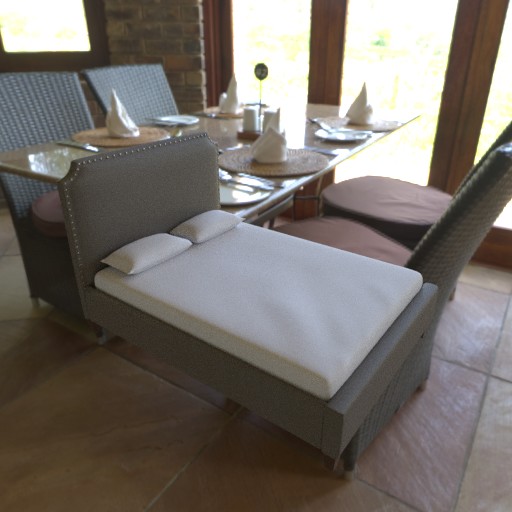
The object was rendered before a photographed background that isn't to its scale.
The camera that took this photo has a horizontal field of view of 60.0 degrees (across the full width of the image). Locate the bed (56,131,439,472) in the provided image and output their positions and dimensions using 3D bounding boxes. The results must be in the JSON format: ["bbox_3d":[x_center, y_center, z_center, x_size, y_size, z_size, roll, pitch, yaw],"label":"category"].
[{"bbox_3d":[0.000,0.000,3.419,2.372,1.443,1.712,18,31,32],"label":"bed"}]
